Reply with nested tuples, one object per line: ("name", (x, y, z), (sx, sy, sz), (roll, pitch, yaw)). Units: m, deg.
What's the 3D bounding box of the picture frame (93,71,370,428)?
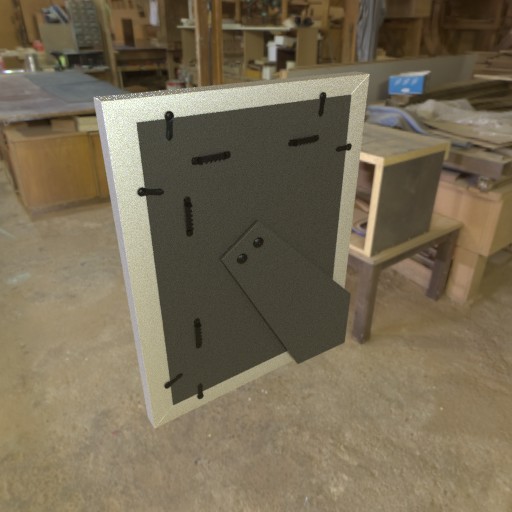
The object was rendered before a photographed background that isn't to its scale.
("picture frame", (0.000, 0.000, 0.529), (0.307, 0.386, 0.036), (-18, 34, -29))
